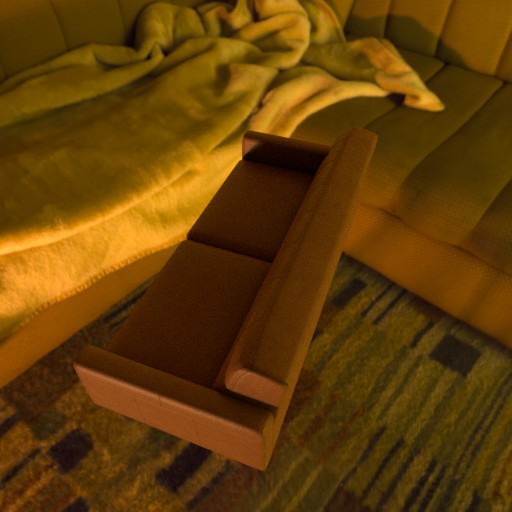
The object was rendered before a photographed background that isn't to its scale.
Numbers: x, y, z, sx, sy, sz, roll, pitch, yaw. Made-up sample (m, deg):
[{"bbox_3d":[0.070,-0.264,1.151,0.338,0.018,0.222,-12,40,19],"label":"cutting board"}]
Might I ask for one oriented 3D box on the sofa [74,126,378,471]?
[{"bbox_3d":[0.000,0.000,2.660,0.980,0.892,2.137,15,48,14],"label":"sofa"}]
